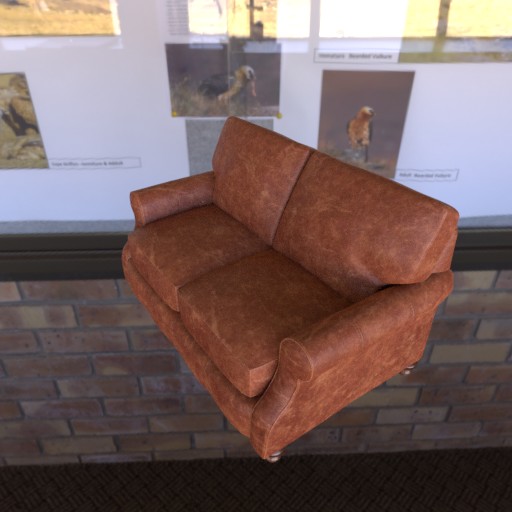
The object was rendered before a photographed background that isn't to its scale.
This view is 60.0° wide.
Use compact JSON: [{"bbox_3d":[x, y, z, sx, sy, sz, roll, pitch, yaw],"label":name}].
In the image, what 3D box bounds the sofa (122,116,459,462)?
[{"bbox_3d":[0.000,0.000,2.190,0.990,0.967,1.616,-20,38,-29],"label":"sofa"}]
